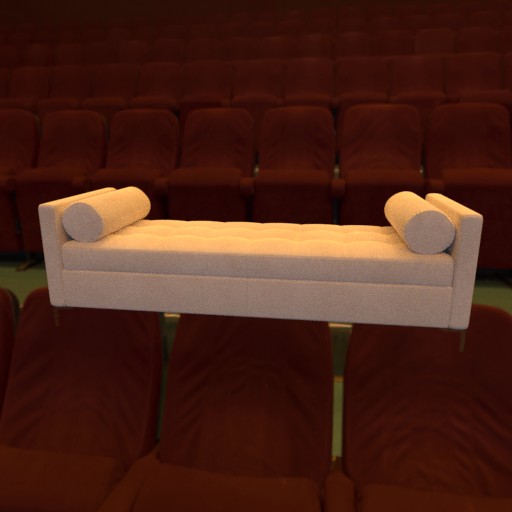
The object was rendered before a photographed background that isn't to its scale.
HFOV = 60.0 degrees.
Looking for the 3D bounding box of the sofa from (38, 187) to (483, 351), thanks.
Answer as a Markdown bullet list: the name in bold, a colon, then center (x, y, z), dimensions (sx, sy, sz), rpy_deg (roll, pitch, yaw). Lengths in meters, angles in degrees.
- **sofa**: center (0.000, 0.000, 2.345), dimensions (1.981, 0.635, 0.686), rpy_deg (2, 16, 8)
